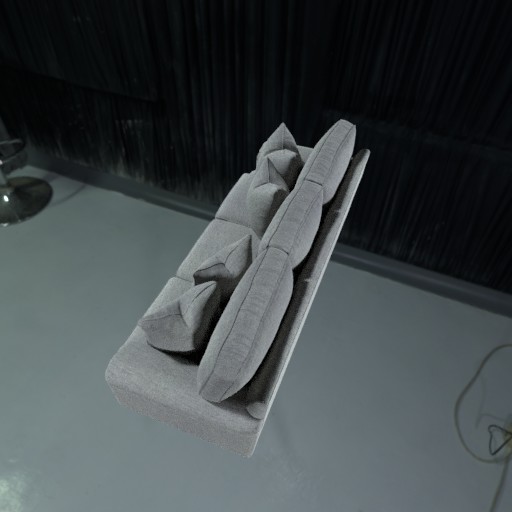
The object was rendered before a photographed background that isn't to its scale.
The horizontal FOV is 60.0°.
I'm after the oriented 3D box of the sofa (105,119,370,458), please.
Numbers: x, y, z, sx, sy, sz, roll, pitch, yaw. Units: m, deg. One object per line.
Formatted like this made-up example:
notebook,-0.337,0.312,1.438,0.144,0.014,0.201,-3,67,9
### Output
sofa,0.000,0.000,2.923,0.965,0.975,2.312,16,49,15
